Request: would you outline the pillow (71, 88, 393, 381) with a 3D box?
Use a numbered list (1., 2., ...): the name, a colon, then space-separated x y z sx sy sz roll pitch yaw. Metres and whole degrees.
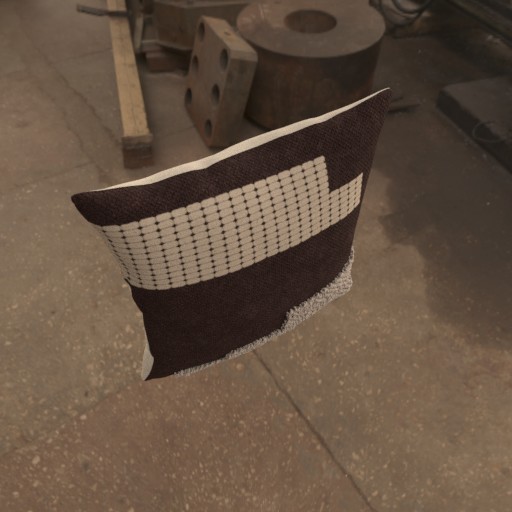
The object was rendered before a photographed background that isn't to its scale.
1. pillow: 0.000 0.000 0.733 0.475 0.473 0.178 -24 52 -20
